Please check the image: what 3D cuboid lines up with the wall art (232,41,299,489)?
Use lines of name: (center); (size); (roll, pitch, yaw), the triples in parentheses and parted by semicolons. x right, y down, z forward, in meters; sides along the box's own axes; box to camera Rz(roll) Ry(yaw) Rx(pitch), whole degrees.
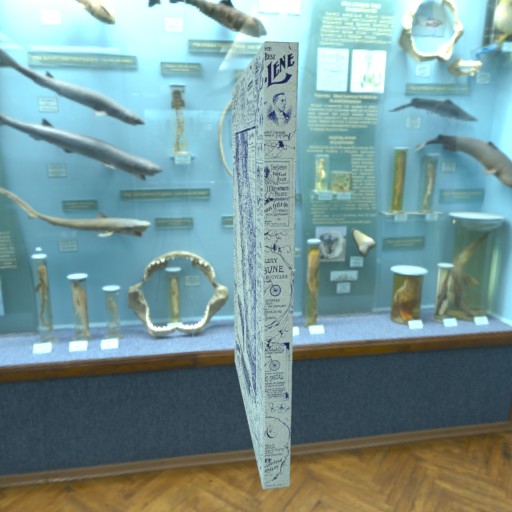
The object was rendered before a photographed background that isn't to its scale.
wall art: (0.000, 0.000, 0.484); (0.025, 0.376, 0.255); (-2, 13, -8)
